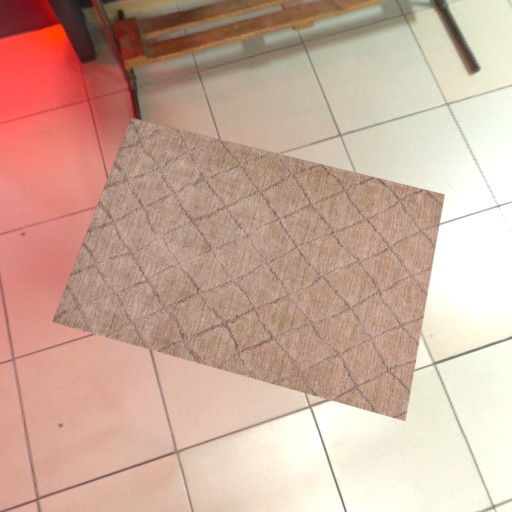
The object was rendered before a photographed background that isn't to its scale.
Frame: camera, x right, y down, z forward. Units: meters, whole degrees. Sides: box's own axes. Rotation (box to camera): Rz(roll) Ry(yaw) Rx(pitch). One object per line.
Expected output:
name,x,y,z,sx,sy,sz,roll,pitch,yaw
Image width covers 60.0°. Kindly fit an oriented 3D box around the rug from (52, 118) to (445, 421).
rug,0.000,0.000,2.937,2.280,0.015,1.521,15,76,4
